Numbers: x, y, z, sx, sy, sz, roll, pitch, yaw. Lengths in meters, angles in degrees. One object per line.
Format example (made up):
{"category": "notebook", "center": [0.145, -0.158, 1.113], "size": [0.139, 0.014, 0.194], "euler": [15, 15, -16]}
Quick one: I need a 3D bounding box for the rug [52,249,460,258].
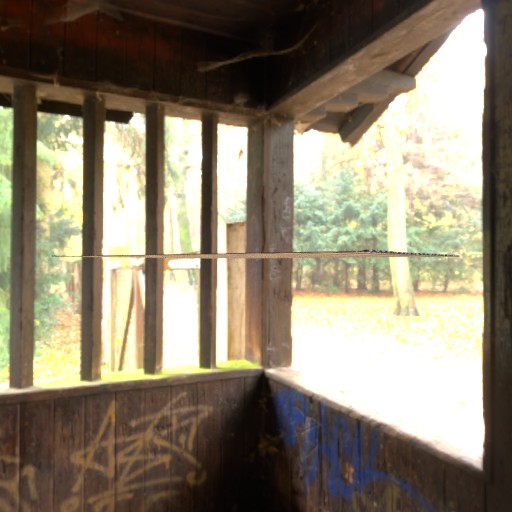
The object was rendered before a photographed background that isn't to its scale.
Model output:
{"category": "rug", "center": [0.000, 0.000, 4.518], "size": [3.416, 0.016, 2.471], "euler": [-1, -1, 36]}
